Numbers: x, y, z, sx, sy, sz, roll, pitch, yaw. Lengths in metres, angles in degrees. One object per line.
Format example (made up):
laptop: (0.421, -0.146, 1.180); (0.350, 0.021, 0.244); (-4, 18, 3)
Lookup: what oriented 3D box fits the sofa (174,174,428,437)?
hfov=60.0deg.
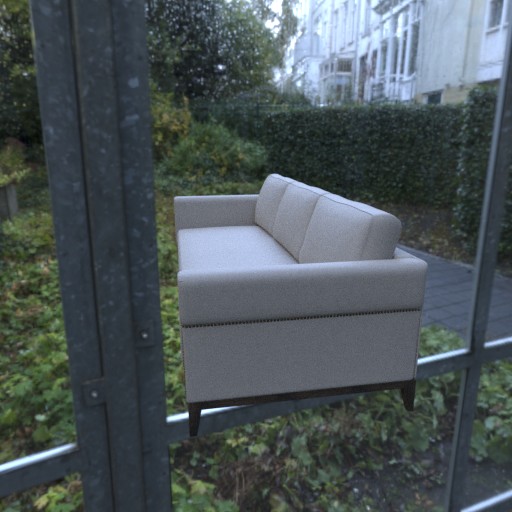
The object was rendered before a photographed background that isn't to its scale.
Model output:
sofa: (0.000, 0.000, 2.716); (0.959, 0.838, 2.210); (-3, 15, -10)
